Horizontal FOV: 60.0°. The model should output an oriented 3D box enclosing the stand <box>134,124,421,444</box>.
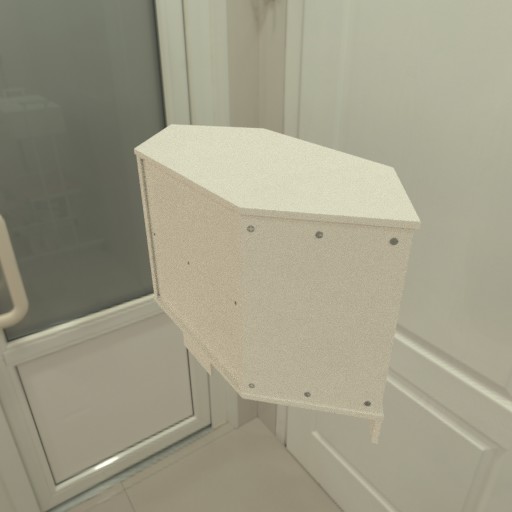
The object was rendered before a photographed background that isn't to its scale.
[{"bbox_3d":[0.000,0.000,1.361,0.477,0.614,1.072,-18,33,-31],"label":"stand"}]
